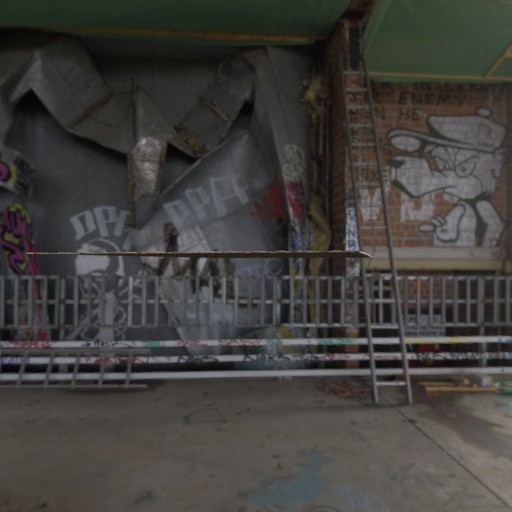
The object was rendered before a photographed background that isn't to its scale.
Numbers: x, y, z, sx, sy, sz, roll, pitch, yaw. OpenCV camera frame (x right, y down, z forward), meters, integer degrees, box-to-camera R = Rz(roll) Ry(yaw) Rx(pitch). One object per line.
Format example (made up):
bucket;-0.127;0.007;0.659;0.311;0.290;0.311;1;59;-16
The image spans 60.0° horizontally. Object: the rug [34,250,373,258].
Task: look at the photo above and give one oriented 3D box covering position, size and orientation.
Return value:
rug;0.000;0.000;2.998;1.524;0.008;2.438;0;-1;16
